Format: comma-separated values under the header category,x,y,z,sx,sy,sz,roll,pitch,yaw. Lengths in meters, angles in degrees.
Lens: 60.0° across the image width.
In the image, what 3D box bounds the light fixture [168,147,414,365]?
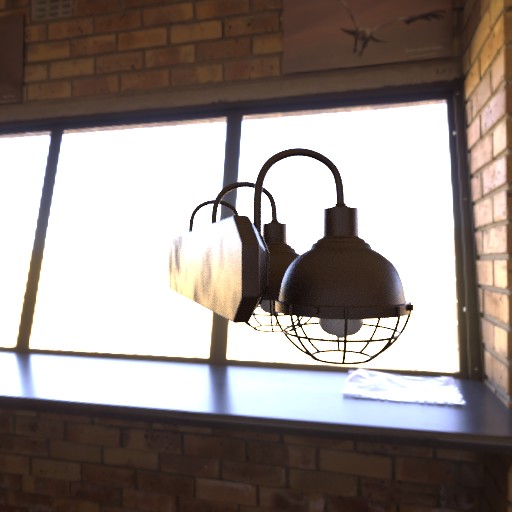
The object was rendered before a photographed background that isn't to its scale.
category,x,y,z,sx,sy,sz,roll,pitch,yaw
light fixture,0.000,0.000,0.760,0.229,0.254,0.634,0,-1,-18
